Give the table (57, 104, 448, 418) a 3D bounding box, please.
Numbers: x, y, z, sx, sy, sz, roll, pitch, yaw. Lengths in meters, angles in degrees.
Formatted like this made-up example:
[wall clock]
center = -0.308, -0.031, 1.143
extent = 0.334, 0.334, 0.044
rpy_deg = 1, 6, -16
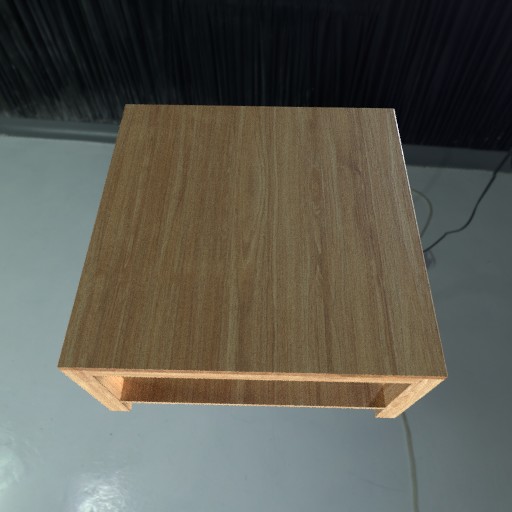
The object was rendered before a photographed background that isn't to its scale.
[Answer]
[table]
center = 0.000, 0.000, 1.445
extent = 0.900, 0.450, 0.900
rpy_deg = 1, 59, 1
